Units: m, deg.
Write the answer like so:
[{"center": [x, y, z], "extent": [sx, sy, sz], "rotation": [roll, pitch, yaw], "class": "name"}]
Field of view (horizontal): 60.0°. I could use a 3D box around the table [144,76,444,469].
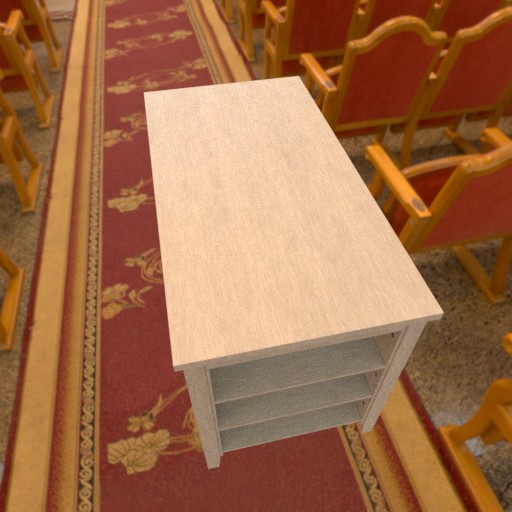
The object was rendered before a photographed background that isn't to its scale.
[{"center": [0.000, 0.000, 1.924], "extent": [0.729, 0.874, 1.397], "rotation": [-9, 49, -8], "class": "table"}]
